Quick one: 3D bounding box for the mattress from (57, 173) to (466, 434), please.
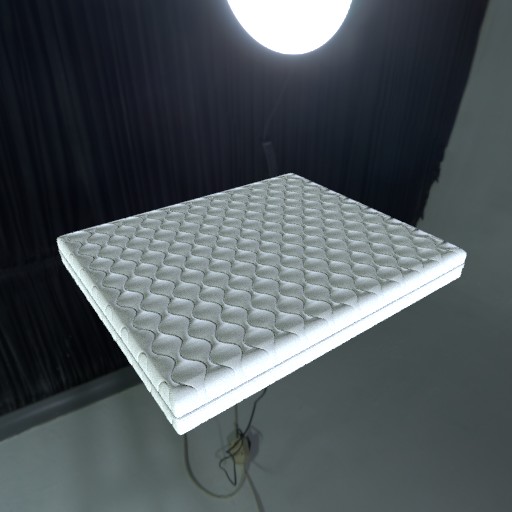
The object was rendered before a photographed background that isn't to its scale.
[{"bbox_3d":[0.000,0.000,2.696,1.900,0.200,1.600,-21,37,-30],"label":"mattress"}]
